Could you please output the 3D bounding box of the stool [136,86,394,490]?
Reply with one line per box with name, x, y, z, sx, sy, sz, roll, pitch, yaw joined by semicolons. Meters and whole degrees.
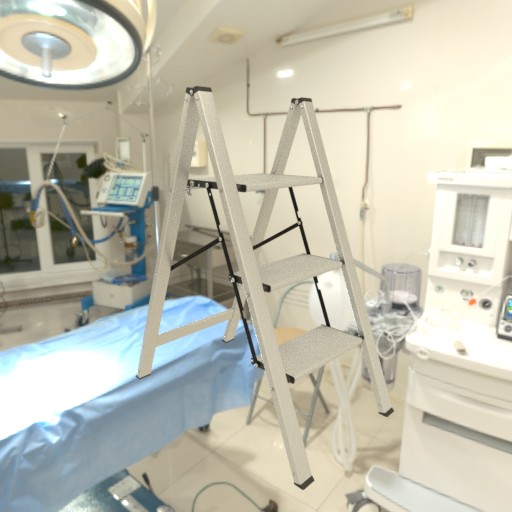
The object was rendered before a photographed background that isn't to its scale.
stool;0.000;0.000;1.304;0.730;0.902;0.441;14;20;43
